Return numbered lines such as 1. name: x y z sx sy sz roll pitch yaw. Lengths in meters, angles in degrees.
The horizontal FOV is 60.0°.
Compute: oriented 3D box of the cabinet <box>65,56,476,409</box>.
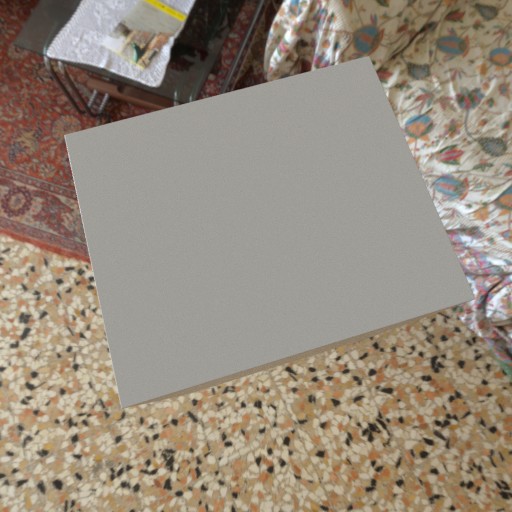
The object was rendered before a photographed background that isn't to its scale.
1. cabinet: 0.000 0.000 0.748 0.400 0.470 0.360 -16 75 -4
